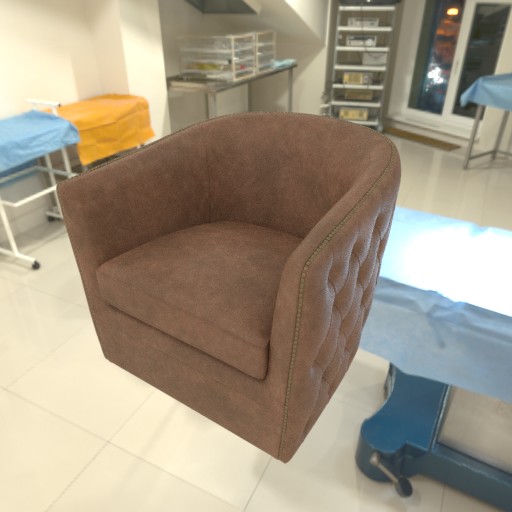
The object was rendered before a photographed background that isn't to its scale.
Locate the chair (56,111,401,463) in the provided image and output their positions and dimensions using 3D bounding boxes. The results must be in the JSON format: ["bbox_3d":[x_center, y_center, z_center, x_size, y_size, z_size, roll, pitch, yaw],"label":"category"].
[{"bbox_3d":[0.000,0.000,1.534,0.850,0.790,0.870,19,36,28],"label":"chair"}]
